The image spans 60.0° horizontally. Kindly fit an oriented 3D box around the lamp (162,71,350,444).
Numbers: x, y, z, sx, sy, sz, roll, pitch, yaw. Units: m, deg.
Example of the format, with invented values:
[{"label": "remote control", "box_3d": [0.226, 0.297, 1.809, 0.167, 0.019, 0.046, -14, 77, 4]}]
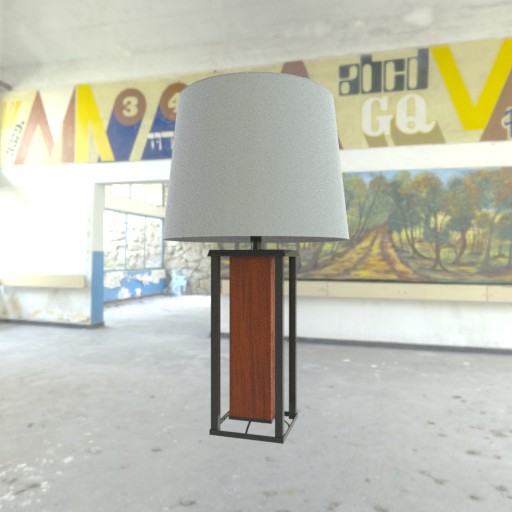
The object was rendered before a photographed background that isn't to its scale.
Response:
[{"label": "lamp", "box_3d": [0.000, 0.000, 0.773, 0.320, 0.591, 0.320, 0, 0, 0]}]
